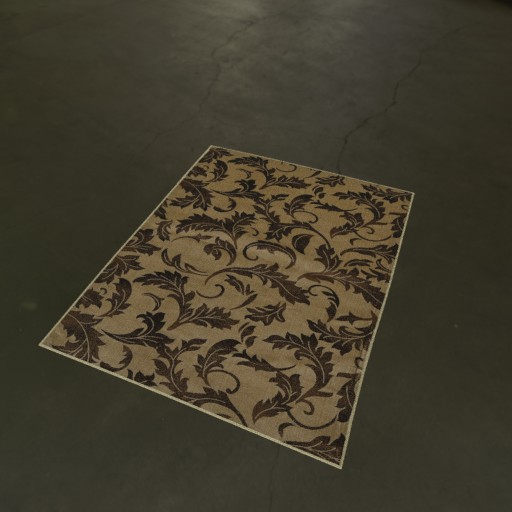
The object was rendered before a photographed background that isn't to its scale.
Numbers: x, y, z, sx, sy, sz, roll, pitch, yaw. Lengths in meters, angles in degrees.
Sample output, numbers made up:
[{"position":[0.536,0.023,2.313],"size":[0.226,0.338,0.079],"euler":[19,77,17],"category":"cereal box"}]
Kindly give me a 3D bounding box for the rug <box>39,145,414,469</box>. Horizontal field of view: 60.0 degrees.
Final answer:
[{"position":[0.000,0.000,4.009],"size":[2.380,0.008,2.977],"euler":[16,49,15],"category":"rug"}]
